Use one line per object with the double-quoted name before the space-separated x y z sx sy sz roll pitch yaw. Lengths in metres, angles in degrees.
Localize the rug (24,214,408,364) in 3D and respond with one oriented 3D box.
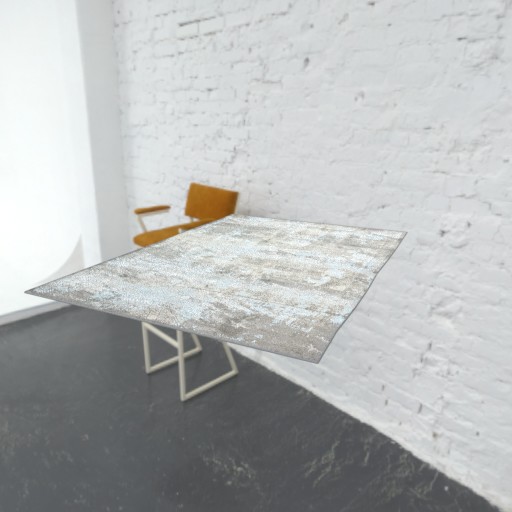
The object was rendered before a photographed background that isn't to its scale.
"rug" 0.000 0.000 4.350 2.393 0.013 3.307 8 19 25
